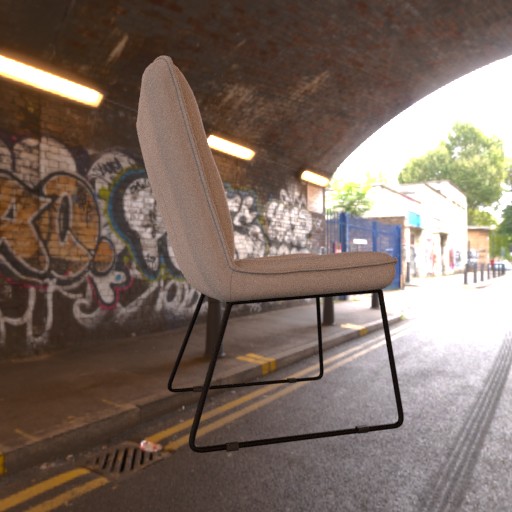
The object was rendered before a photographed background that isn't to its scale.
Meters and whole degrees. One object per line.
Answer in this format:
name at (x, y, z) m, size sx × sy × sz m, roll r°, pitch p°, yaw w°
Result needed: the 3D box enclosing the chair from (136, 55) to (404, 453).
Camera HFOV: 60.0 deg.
chair at (0.000, 0.000, 1.338) m, size 0.688 × 0.930 × 0.515 m, roll 0°, pitch -1°, yaw -17°
